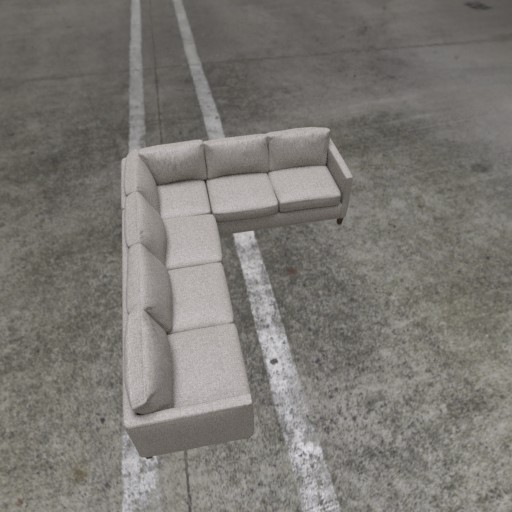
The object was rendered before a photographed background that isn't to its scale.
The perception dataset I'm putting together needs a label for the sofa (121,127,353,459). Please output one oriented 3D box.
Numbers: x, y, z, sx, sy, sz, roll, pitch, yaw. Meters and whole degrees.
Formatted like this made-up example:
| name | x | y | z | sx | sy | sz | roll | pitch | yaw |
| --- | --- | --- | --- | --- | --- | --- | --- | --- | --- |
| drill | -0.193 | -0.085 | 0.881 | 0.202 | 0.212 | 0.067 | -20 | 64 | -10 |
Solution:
| name | x | y | z | sx | sy | sz | roll | pitch | yaw |
| --- | --- | --- | --- | --- | --- | --- | --- | --- | --- |
| sofa | 0.000 | 0.000 | 4.463 | 2.593 | 0.947 | 3.302 | -9 | 47 | -8 |
